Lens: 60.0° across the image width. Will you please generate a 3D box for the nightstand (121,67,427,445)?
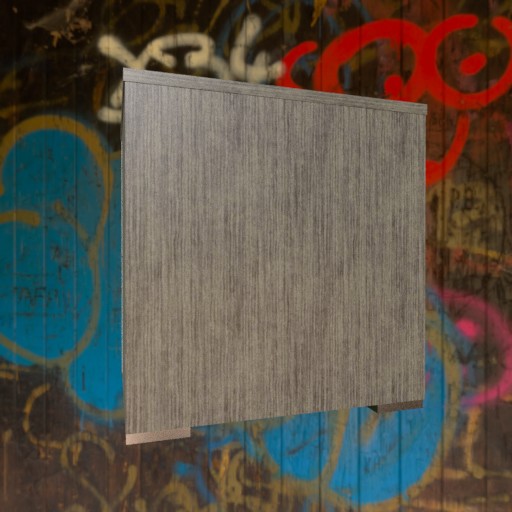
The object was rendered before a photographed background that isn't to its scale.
[{"bbox_3d":[0.000,0.000,0.761,0.441,0.460,0.325,0,0,-18],"label":"nightstand"}]
